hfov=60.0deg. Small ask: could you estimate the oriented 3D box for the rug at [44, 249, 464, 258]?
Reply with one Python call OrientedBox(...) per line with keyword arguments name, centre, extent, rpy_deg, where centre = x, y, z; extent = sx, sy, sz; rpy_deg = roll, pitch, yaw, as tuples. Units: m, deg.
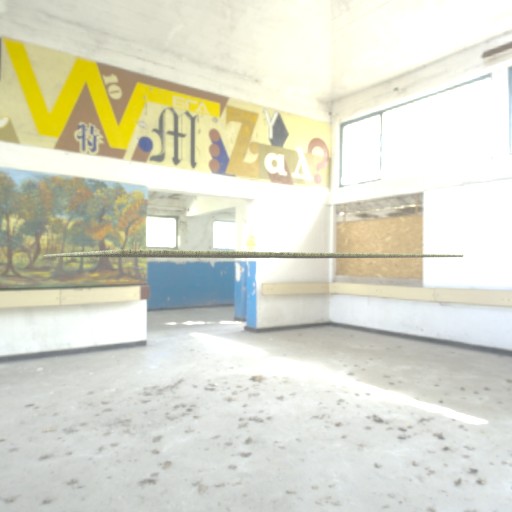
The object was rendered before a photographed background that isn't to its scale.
OrientedBox(name="rug", centre=(0.000, 0.000, 2.333), extent=(1.846, 0.014, 1.243), rpy_deg=(0, -1, -35))
